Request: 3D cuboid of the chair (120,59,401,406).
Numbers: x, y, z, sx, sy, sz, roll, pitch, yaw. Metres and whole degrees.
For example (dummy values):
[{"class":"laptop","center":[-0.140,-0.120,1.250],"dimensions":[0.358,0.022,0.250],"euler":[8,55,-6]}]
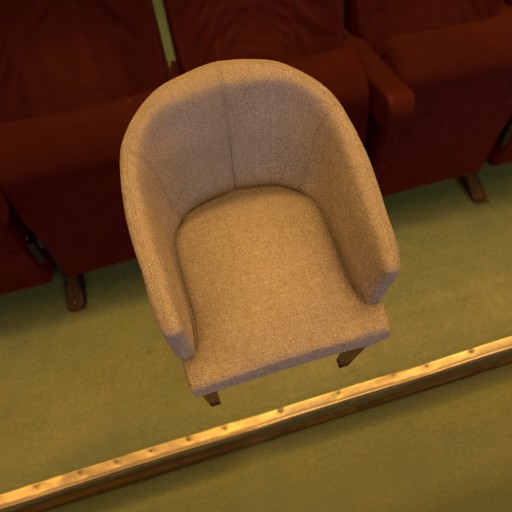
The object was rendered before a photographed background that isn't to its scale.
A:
[{"class":"chair","center":[0.000,0.000,1.251],"dimensions":[0.583,0.811,0.655],"euler":[-15,64,-7]}]
